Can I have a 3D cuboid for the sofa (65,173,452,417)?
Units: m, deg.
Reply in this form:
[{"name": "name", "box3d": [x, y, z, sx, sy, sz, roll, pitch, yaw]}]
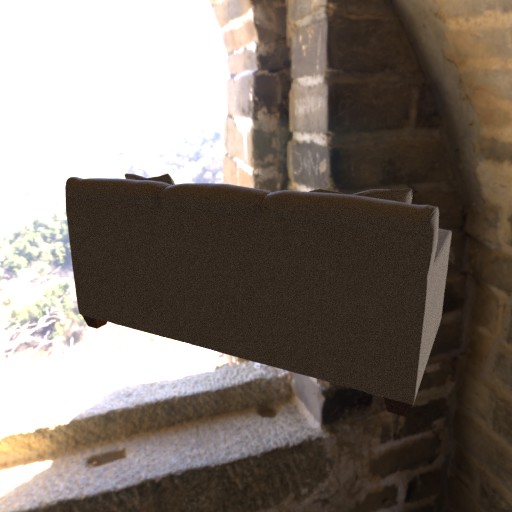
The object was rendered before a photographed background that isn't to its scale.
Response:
[{"name": "sofa", "box3d": [0.000, 0.000, 2.598, 2.024, 0.958, 0.997, 8, 18, 27]}]
